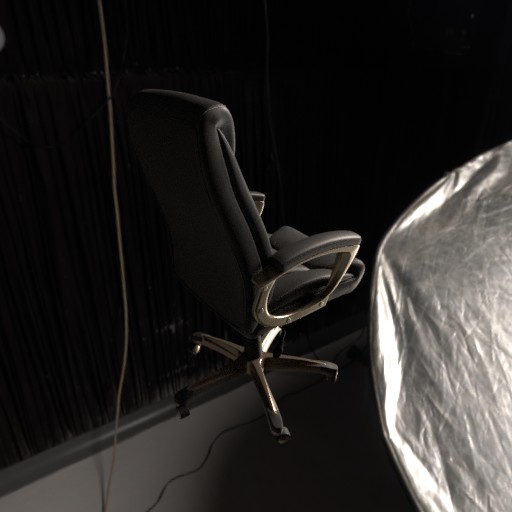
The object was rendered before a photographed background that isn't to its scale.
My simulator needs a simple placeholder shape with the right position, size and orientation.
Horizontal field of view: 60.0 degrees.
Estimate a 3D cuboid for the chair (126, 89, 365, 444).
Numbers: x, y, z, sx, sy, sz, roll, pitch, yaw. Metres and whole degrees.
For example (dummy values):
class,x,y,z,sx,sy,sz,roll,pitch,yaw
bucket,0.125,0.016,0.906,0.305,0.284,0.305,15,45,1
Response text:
class,x,y,z,sx,sy,sz,roll,pitch,yaw
chair,0.000,0.000,1.660,0.748,1.188,0.694,-17,31,-31
